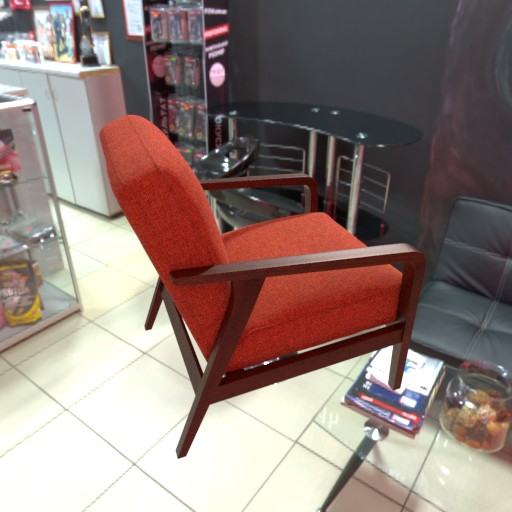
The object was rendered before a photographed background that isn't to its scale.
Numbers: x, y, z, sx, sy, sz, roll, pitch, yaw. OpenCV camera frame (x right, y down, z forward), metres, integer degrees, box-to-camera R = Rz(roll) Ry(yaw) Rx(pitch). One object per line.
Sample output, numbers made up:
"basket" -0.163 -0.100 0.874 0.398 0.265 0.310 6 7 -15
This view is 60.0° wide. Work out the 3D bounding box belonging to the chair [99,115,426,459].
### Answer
"chair" 0.000 0.000 1.487 0.860 0.890 0.719 -10 31 -18
